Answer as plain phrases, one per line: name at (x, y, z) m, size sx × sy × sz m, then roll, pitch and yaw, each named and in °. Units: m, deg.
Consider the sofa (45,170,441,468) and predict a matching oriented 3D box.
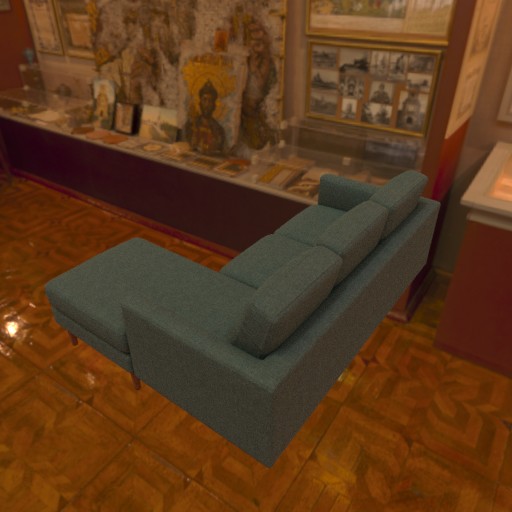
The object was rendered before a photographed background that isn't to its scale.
sofa at (0.000, 0.000, 2.900) m, size 1.667 × 0.957 × 2.055 m, roll 22°, pitch 38°, yaw 30°
